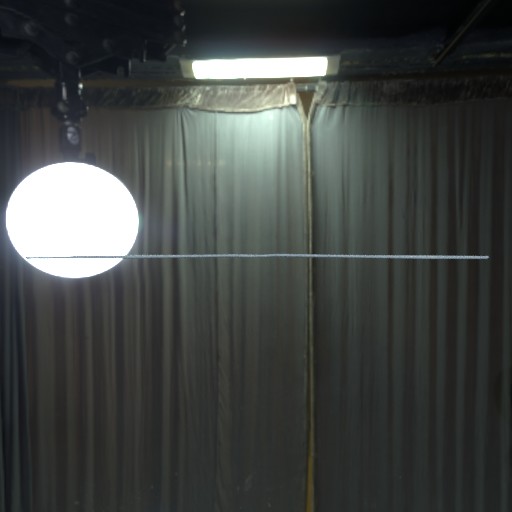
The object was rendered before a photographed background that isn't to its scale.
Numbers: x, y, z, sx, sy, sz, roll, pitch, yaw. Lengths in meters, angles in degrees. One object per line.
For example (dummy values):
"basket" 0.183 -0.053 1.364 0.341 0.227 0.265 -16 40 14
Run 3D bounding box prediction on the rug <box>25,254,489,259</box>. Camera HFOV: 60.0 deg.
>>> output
"rug" 0.000 0.000 2.339 1.853 0.022 1.174 0 0 0
